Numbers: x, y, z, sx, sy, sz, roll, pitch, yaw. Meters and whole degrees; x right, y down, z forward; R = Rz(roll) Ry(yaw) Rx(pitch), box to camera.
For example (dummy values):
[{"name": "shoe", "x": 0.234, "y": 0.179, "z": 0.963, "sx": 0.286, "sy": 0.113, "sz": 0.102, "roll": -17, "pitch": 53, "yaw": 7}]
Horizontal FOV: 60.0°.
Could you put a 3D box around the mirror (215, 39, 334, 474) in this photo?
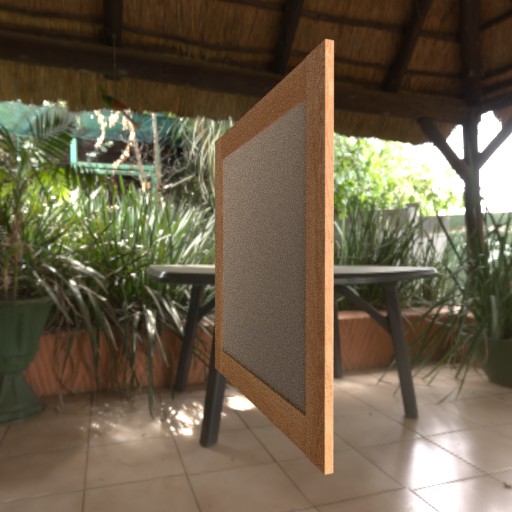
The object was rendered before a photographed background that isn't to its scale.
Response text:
[{"name": "mirror", "x": 0.000, "y": 0.000, "z": 1.192, "sx": 0.020, "sy": 0.800, "sz": 0.800, "roll": 0, "pitch": 0, "yaw": -20}]
